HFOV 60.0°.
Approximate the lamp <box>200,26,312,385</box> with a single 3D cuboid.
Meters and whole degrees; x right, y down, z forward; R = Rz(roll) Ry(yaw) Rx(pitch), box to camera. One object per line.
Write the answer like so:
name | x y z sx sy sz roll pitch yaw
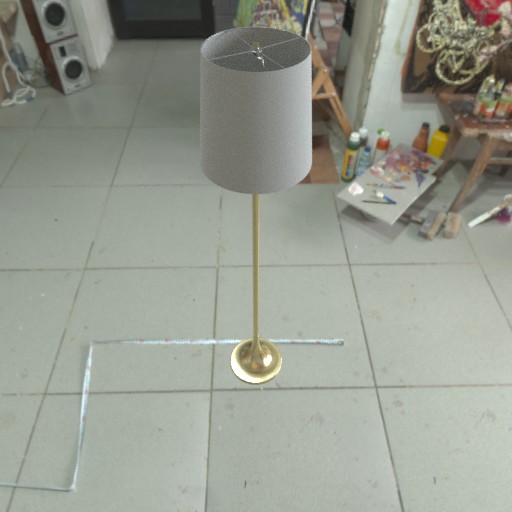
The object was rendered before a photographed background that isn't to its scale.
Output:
lamp | 0.000 0.000 1.657 0.337 1.543 0.337 0 47 0
